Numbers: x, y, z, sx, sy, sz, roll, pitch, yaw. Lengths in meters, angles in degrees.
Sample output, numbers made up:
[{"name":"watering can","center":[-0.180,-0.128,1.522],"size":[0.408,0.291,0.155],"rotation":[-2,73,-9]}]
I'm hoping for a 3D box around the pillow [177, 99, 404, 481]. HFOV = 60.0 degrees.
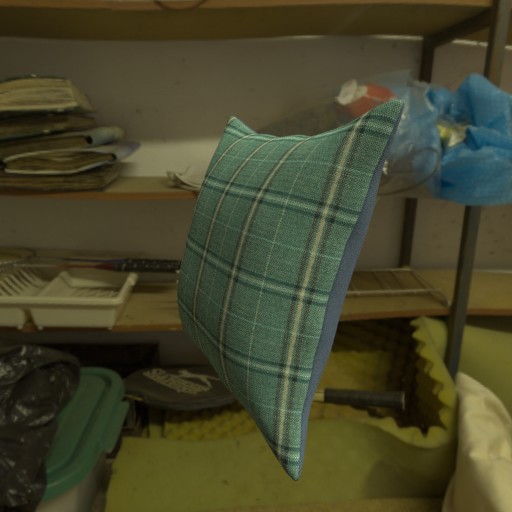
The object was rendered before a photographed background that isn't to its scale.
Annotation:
[{"name":"pillow","center":[0.000,0.000,0.680],"size":[0.200,0.430,0.453],"rotation":[-7,17,-25]}]
